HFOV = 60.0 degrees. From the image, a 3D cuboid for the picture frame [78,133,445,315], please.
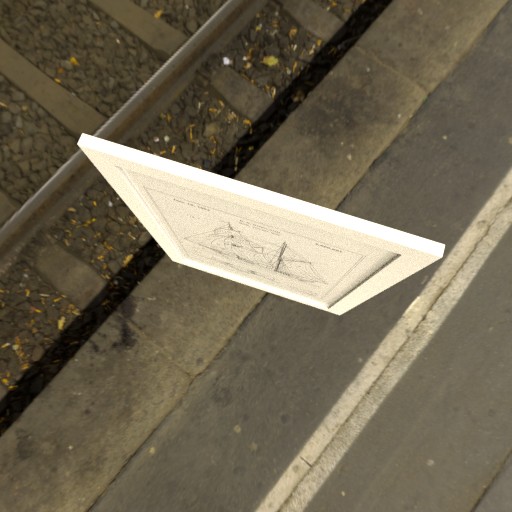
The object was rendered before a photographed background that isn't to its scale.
[{"bbox_3d":[0.000,0.000,0.601,0.326,0.459,0.011,18,77,4],"label":"picture frame"}]
